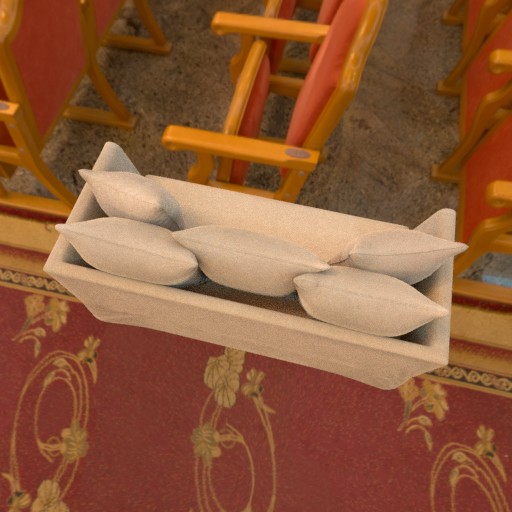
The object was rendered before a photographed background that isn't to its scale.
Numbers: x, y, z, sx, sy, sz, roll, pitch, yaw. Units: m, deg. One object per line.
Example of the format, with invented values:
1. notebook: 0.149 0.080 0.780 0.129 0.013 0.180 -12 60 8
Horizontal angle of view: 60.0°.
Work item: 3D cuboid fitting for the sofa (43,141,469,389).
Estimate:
1. sofa: 0.000 0.000 2.810 2.290 1.034 1.031 12 64 6
